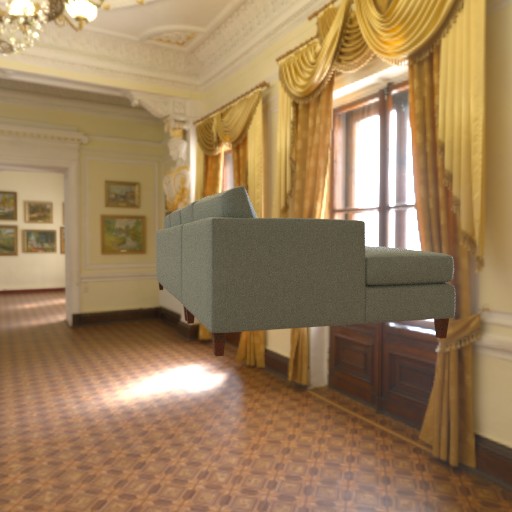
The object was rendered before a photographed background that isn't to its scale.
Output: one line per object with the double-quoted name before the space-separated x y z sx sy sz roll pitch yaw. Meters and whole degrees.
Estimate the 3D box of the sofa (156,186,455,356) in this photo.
"sofa" 0.000 0.000 4.202 1.600 0.953 3.470 -1 2 -17
